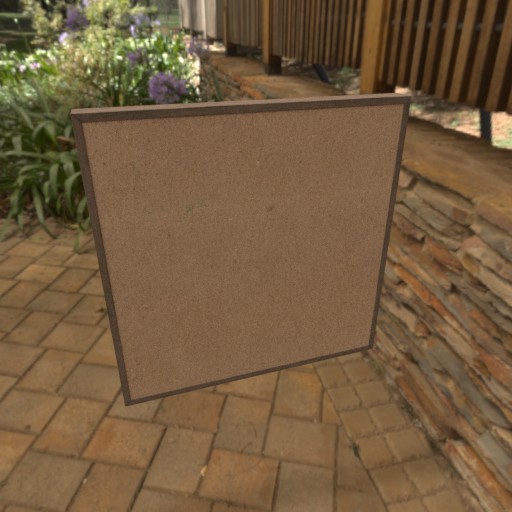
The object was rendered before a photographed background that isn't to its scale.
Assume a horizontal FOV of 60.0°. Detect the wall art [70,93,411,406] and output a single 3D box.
[{"bbox_3d":[0.000,0.000,0.766,0.508,0.508,0.038,-9,29,-16],"label":"wall art"}]
